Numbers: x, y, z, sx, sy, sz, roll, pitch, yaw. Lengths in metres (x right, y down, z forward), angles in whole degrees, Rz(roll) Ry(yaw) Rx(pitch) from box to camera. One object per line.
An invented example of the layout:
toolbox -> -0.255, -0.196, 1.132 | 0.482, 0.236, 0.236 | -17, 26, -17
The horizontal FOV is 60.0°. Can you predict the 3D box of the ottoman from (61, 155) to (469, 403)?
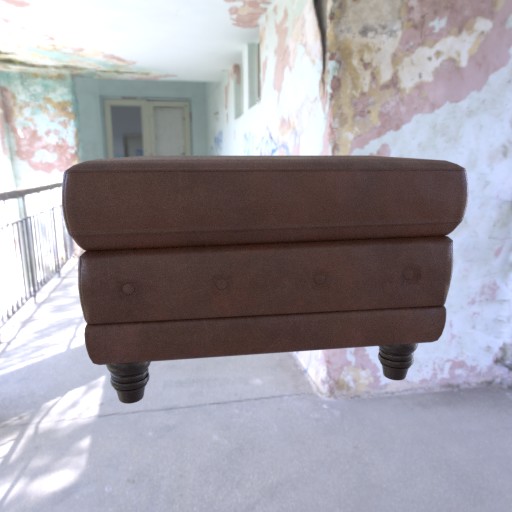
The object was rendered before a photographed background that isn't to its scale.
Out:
ottoman -> 0.000, 0.000, 1.152 | 0.795, 0.509, 0.588 | -2, 13, -9
